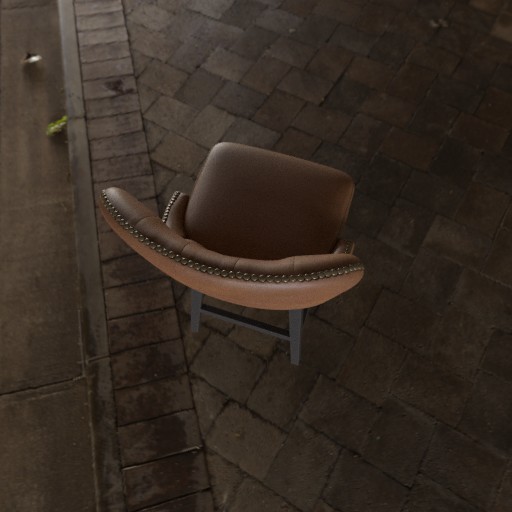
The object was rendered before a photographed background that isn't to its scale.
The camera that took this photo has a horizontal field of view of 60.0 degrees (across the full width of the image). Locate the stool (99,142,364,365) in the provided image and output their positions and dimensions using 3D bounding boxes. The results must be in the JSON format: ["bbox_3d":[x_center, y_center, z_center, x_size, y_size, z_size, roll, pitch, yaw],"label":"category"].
[{"bbox_3d":[0.000,0.000,1.296,0.528,0.971,0.593,16,64,8],"label":"stool"}]
